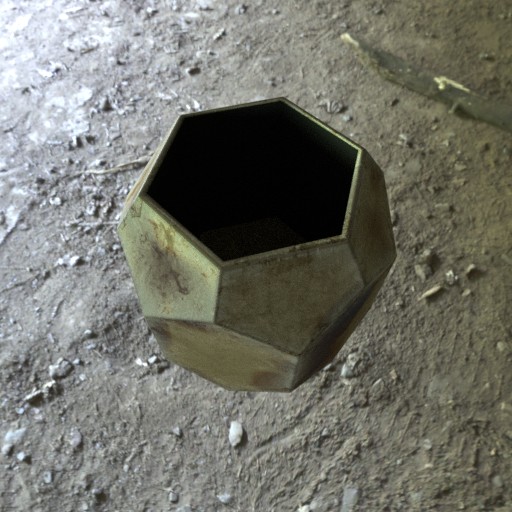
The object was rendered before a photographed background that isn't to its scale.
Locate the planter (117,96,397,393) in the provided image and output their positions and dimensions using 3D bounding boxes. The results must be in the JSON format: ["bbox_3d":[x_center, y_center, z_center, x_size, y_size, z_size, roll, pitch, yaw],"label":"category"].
[{"bbox_3d":[0.000,0.000,0.428,0.221,0.238,0.243,-13,59,-8],"label":"planter"}]
